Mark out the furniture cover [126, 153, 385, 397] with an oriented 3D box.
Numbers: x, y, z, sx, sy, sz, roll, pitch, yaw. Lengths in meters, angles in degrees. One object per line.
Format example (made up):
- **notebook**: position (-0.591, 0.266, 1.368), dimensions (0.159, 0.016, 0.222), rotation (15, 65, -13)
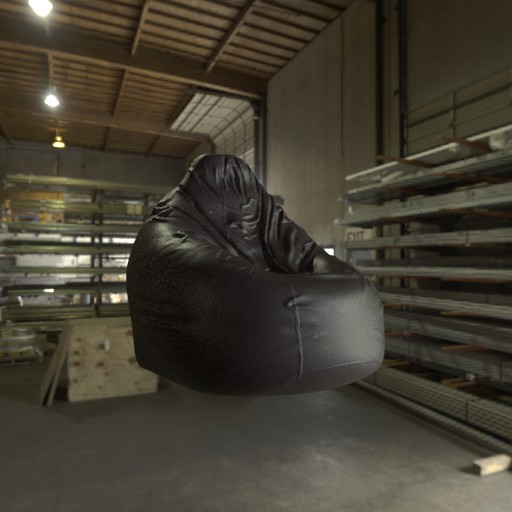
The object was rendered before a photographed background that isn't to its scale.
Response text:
- **furniture cover**: position (0.000, 0.000, 1.919), dimensions (1.070, 0.990, 1.070), rotation (1, -2, -36)
